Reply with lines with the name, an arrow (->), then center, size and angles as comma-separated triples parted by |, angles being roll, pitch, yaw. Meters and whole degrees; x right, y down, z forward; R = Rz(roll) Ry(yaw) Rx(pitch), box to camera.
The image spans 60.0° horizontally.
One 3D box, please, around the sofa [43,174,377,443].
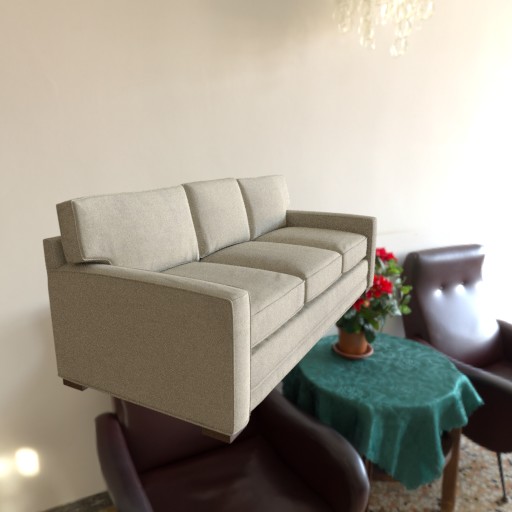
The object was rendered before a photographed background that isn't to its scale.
sofa -> 0.000, 0.000, 2.585 | 0.936, 0.862, 2.093 | 7, 15, 27
